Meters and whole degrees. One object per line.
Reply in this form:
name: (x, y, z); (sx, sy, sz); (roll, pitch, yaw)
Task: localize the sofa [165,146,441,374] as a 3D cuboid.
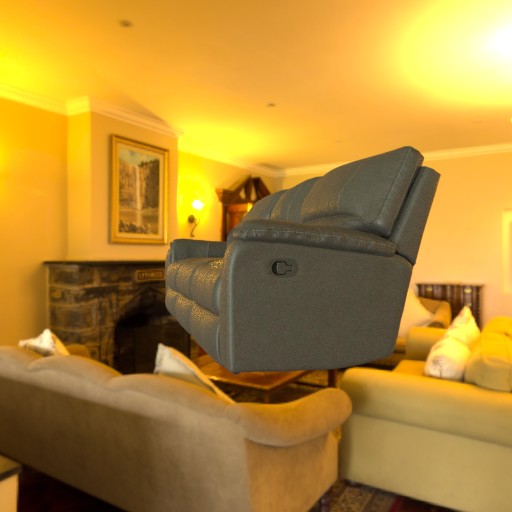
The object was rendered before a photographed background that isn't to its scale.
sofa: (0.000, 0.000, 3.170); (1.104, 1.134, 2.627); (0, 0, -17)
